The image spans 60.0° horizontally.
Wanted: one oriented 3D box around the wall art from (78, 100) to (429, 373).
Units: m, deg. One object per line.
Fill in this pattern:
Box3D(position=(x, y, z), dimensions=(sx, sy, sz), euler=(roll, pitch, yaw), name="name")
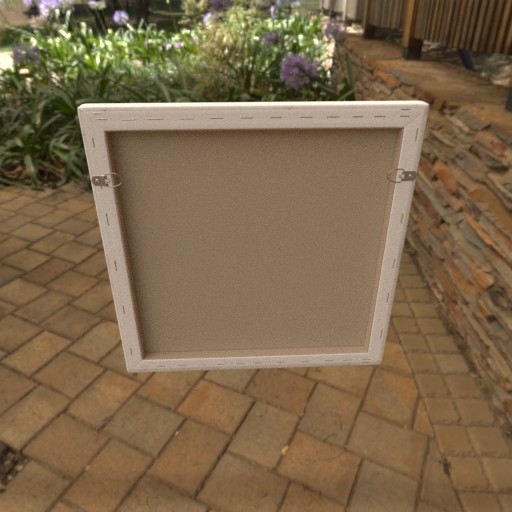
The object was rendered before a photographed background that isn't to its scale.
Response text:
Box3D(position=(0.000, 0.000, 1.153), dimensions=(0.762, 0.762, 0.038), euler=(-1, 29, -2), name="wall art")
